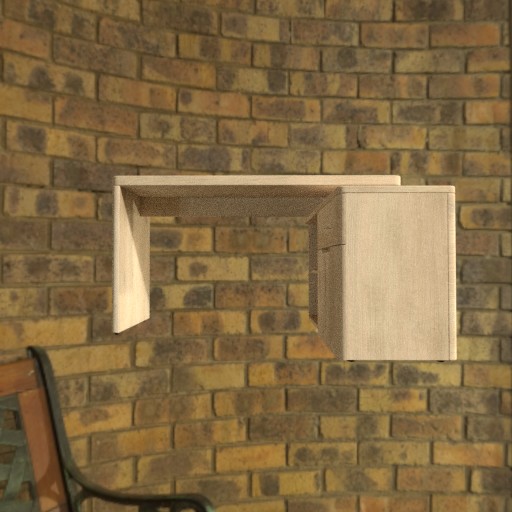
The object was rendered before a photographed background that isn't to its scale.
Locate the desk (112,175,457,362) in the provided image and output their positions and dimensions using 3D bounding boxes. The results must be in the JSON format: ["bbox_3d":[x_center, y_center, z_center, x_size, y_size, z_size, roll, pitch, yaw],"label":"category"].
[{"bbox_3d":[0.000,0.000,2.109,1.400,0.770,1.175,0,-1,1],"label":"desk"}]
